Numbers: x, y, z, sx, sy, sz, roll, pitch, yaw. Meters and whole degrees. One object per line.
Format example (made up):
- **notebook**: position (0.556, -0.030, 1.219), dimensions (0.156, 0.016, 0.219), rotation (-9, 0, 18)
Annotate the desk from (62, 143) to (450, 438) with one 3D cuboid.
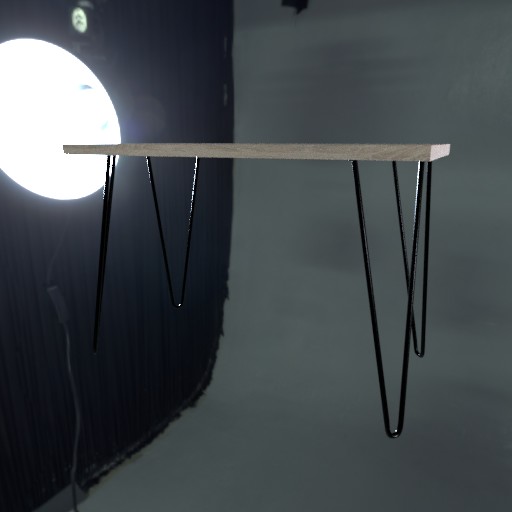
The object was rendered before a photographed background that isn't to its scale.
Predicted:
- **desk**: position (0.000, 0.000, 1.348), dimensions (0.991, 0.660, 0.499), rotation (7, 16, 26)
